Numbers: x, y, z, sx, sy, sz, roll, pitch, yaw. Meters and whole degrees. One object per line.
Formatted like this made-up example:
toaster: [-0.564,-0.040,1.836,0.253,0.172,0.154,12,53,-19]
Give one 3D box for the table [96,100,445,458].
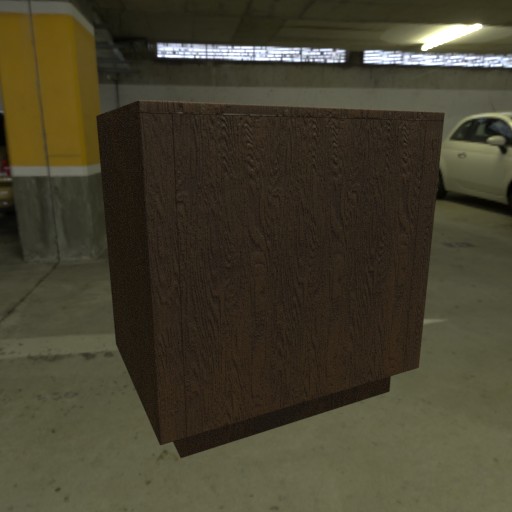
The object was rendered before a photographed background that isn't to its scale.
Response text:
table: [0.000,0.000,0.958,0.560,0.585,0.439,-7,16,-26]
